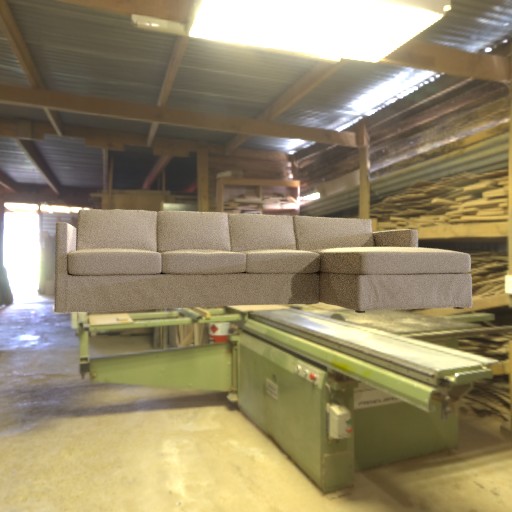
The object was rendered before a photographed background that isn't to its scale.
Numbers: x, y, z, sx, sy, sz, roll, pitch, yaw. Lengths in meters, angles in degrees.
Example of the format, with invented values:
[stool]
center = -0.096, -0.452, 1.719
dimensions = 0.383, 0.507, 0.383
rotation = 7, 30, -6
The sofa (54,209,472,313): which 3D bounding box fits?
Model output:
[sofa]
center = 0.000, 0.000, 3.867
dimensions = 3.206, 0.871, 1.622
rotation = 0, 0, -17
